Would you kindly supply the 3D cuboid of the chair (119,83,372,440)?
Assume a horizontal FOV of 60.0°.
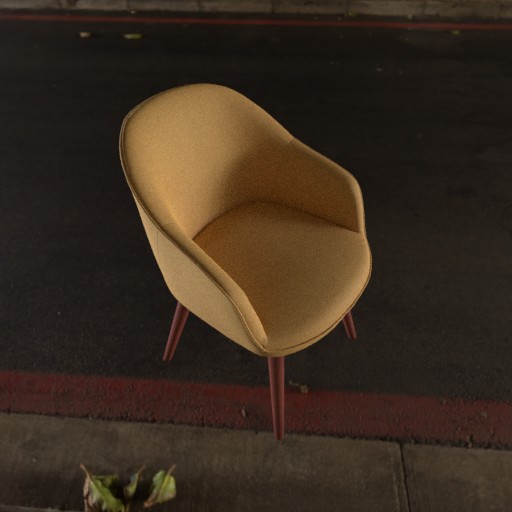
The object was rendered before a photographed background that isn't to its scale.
[{"bbox_3d":[0.000,0.000,1.296,0.635,0.823,0.596,26,47,27],"label":"chair"}]
